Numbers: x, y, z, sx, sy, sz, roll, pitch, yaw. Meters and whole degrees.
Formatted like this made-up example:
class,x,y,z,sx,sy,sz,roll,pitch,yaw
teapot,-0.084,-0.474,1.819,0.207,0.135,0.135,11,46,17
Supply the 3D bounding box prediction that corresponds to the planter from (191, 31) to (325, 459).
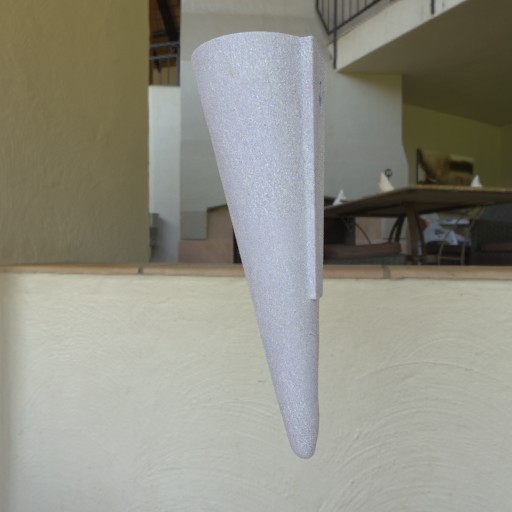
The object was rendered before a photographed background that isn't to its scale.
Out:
class,x,y,z,sx,sy,sz,roll,pitch,yaw
planter,0.000,0.000,0.294,0.087,0.259,0.078,0,0,18
